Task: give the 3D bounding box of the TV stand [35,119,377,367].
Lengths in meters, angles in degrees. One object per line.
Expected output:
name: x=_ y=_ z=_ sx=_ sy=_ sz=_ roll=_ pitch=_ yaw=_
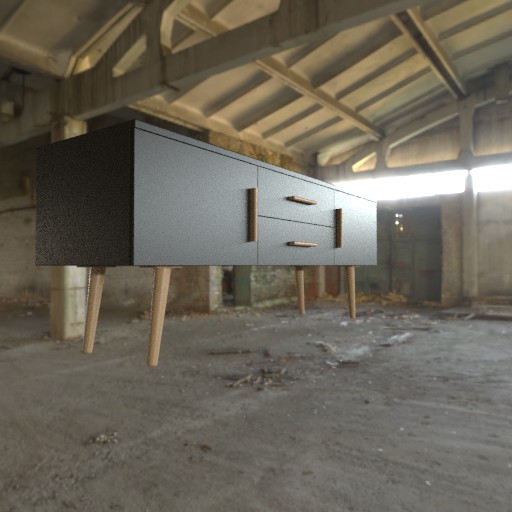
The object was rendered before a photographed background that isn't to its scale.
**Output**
TV stand: x=0.000 y=0.000 z=1.507 sx=0.390 sy=0.518 sz=1.312 roll=-1 pitch=-1 yaw=36
